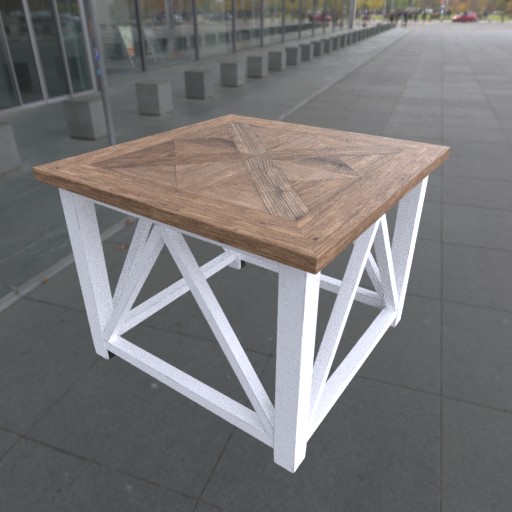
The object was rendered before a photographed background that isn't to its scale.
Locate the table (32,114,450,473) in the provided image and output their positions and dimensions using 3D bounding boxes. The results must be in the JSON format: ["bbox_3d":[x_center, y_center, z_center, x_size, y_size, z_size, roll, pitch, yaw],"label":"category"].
[{"bbox_3d":[0.000,0.000,1.165,0.700,0.532,0.700,19,34,30],"label":"table"}]
